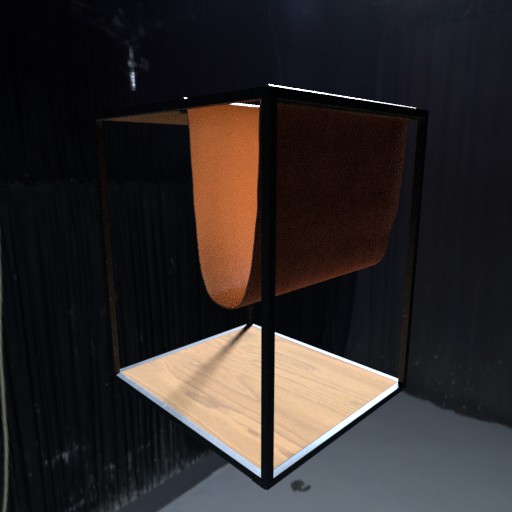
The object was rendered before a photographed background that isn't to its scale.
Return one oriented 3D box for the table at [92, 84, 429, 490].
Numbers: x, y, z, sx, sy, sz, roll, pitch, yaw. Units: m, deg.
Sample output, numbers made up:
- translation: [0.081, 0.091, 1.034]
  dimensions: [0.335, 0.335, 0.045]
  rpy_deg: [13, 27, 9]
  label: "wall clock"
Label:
- translation: [0.000, 0.000, 0.847]
  dimensions: [0.399, 0.536, 0.450]
  rpy_deg: [-12, 18, -43]
  label: "table"
